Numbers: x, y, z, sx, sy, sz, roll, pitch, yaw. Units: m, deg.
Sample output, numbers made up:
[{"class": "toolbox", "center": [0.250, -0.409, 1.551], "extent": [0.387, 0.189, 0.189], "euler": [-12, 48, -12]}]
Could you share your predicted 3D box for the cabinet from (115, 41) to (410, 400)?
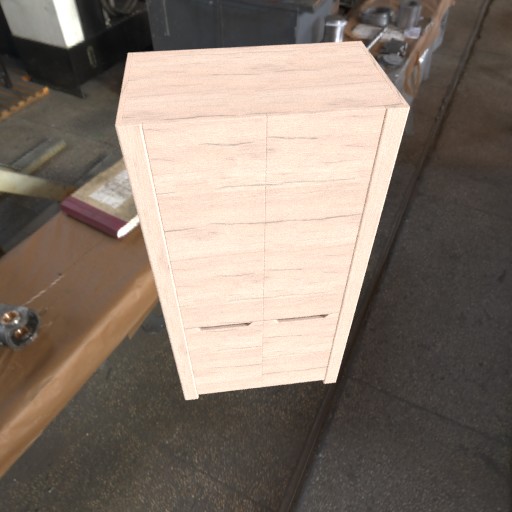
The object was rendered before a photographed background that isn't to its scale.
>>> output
[{"class": "cabinet", "center": [0.000, 0.000, 2.350], "extent": [0.980, 1.930, 0.580], "euler": [-5, 47, -5]}]
